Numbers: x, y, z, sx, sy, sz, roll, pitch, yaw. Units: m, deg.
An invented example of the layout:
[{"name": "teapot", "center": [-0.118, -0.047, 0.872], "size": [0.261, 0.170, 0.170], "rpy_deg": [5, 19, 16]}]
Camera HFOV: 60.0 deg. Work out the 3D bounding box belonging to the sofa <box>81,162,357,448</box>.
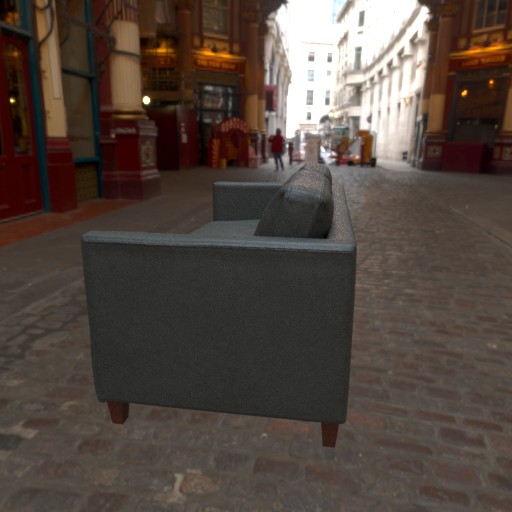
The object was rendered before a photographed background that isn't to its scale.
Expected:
[{"name": "sofa", "center": [0.000, 0.000, 2.370], "size": [0.951, 0.933, 1.883], "rpy_deg": [2, 15, 9]}]
